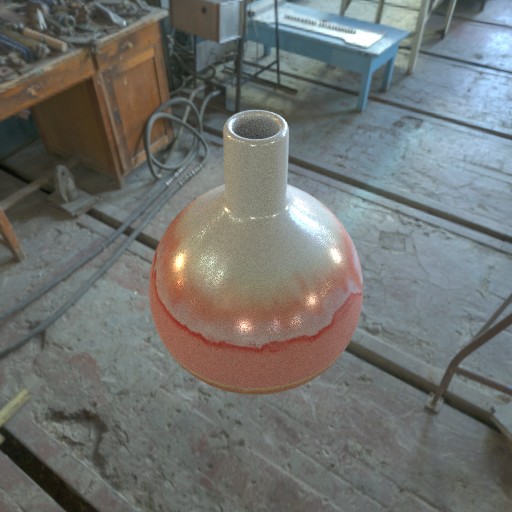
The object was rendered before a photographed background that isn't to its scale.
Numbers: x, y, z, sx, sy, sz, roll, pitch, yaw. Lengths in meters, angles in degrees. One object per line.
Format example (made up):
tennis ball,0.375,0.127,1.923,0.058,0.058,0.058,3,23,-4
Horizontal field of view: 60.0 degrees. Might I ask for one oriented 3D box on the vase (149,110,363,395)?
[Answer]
vase,0.000,0.000,0.268,0.137,0.176,0.137,0,47,0
